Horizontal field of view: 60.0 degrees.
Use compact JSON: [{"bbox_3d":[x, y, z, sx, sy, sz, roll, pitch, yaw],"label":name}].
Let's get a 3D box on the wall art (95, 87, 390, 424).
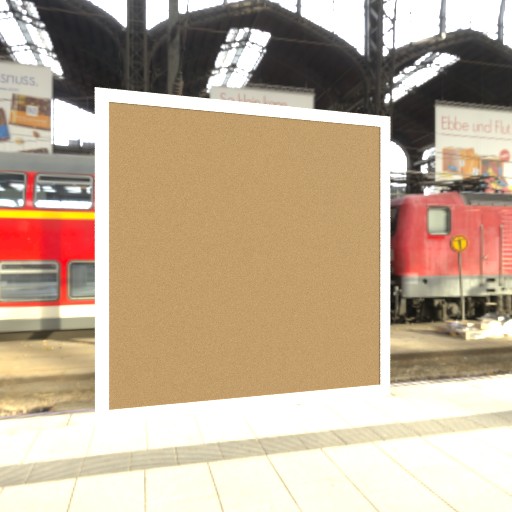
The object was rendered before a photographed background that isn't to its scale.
[{"bbox_3d":[0.000,0.000,1.189,0.812,0.812,0.015,0,0,-16],"label":"wall art"}]
